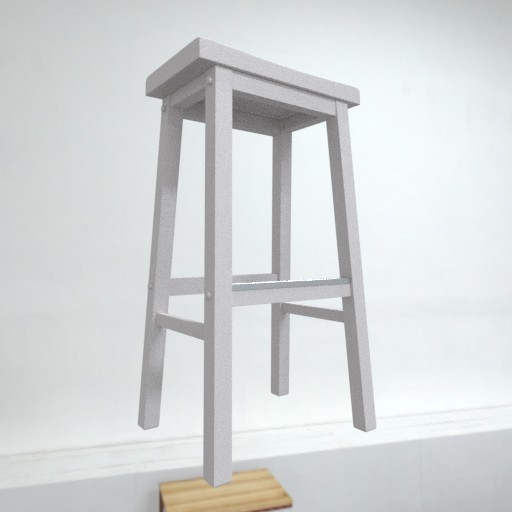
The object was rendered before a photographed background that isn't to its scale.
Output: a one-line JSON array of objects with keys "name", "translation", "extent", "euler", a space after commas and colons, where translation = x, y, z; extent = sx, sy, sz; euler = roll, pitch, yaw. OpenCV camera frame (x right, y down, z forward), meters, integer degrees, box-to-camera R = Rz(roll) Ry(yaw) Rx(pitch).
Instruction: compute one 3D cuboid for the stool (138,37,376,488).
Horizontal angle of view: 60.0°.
[{"name": "stool", "translation": [0.000, 0.000, 0.956], "extent": [0.406, 0.742, 0.322], "euler": [0, 1, -36]}]
